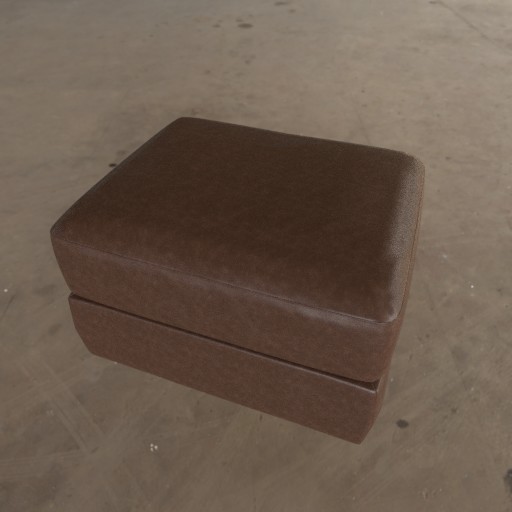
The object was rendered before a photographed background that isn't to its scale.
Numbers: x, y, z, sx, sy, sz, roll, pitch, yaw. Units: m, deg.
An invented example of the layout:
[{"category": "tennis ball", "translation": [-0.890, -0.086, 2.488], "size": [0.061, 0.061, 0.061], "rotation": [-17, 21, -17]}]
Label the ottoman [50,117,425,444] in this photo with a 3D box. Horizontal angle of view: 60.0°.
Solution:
[{"category": "ottoman", "translation": [0.000, 0.000, 1.128], "size": [0.751, 0.476, 0.603], "rotation": [14, 43, 15]}]
